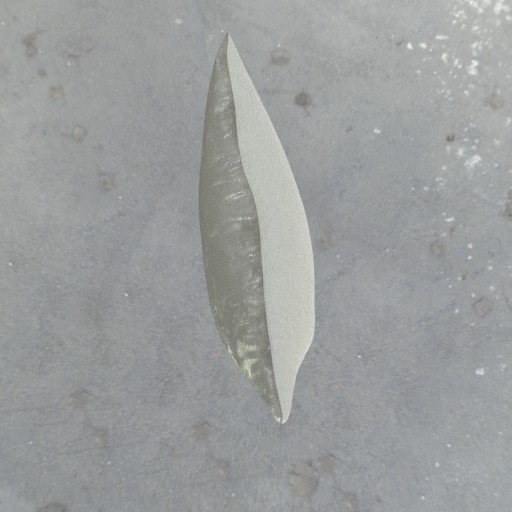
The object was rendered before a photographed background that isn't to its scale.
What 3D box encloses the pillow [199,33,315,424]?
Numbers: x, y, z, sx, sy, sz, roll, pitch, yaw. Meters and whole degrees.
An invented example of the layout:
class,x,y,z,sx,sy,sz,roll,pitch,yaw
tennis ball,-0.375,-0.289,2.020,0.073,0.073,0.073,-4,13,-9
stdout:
class,x,y,z,sx,sy,sz,roll,pitch,yaw
pillow,0.000,0.000,0.721,0.175,0.464,0.470,-7,76,-2
